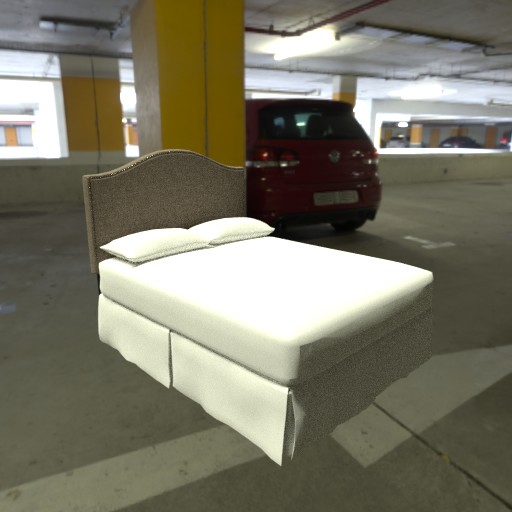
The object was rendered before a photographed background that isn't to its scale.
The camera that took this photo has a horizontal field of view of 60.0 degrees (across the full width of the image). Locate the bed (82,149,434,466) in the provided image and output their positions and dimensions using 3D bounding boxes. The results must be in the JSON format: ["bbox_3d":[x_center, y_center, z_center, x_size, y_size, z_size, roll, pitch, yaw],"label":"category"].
[{"bbox_3d":[0.000,0.000,3.298,2.153,1.518,1.713,14,20,43],"label":"bed"}]
